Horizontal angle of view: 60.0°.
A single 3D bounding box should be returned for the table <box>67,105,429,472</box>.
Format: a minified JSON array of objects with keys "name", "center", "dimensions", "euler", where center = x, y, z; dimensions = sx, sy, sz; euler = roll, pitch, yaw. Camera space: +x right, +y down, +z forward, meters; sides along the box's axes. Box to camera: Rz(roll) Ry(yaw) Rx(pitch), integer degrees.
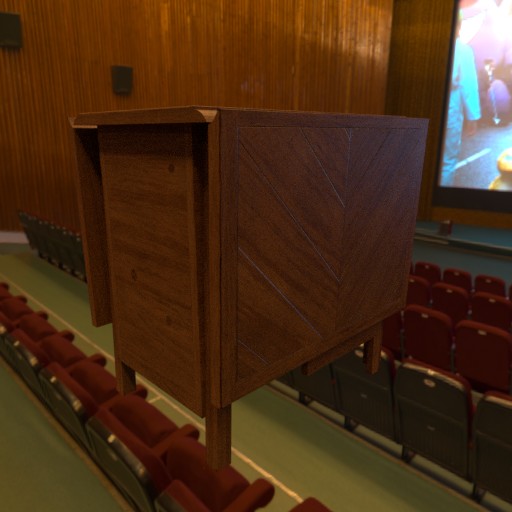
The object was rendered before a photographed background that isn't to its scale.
[{"name":"table","center":[0.000,0.000,1.259],"dimensions":[0.746,0.763,0.591],"euler":[-15,21,-43]}]
